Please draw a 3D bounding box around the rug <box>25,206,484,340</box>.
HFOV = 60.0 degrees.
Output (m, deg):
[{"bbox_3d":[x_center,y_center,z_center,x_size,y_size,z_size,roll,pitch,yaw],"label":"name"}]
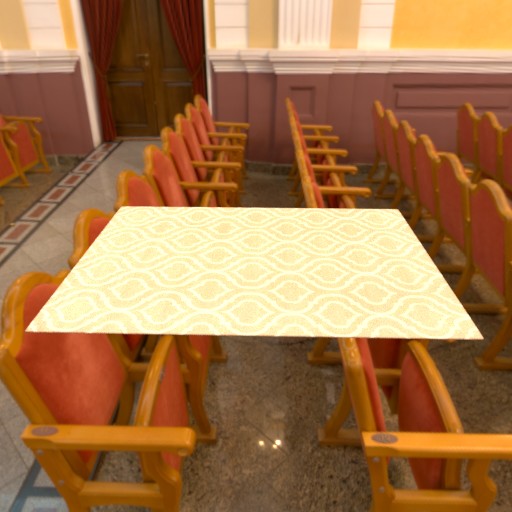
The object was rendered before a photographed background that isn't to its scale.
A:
[{"bbox_3d":[0.000,0.000,4.296,3.353,0.010,2.438,1,28,1],"label":"rug"}]
